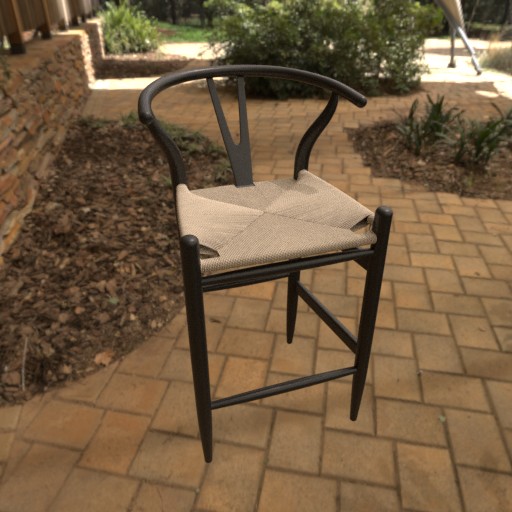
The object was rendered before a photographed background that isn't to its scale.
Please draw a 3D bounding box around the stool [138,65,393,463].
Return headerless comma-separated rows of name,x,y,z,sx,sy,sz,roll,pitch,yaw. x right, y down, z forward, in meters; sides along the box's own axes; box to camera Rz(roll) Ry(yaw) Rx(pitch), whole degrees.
stool,0.000,0.000,1.304,0.569,0.970,0.579,-9,32,-15
